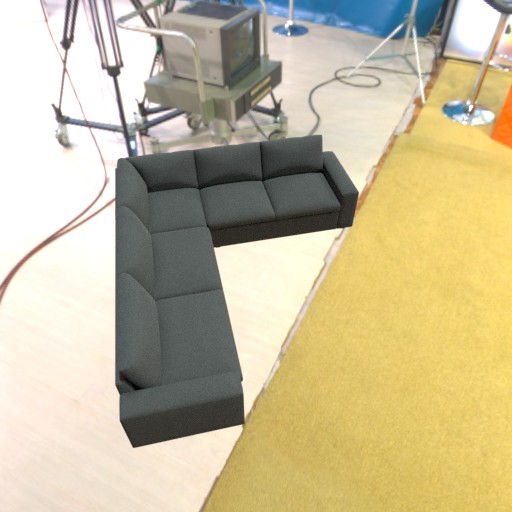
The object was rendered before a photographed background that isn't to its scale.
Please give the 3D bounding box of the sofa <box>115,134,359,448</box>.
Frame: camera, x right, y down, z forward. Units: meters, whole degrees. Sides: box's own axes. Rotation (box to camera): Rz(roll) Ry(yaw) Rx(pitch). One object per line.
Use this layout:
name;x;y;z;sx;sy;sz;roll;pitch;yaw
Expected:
sofa;0.000;0.000;4.846;2.895;0.965;3.277;-9;46;-9
